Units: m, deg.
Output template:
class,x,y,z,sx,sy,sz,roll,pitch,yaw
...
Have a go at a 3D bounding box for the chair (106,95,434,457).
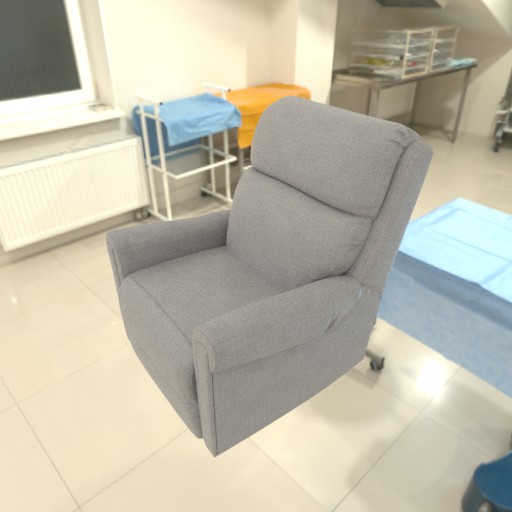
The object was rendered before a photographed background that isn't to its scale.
class,x,y,z,sx,sy,sz,roll,pitch,yaw
chair,0.000,0.000,1.762,1.014,1.054,0.838,-21,38,-30
